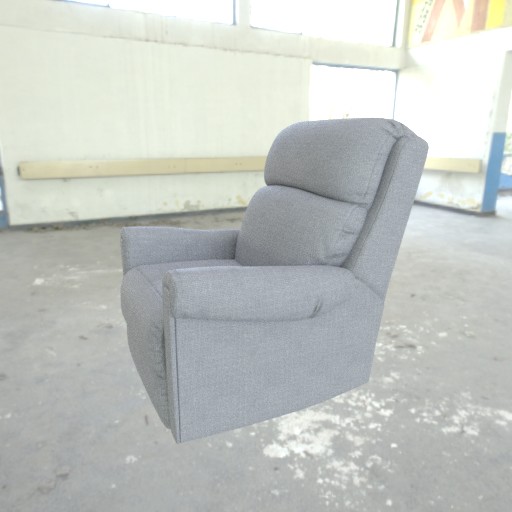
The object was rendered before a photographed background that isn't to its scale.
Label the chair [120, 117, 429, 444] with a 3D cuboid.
[{"bbox_3d":[0.000,0.000,1.768,1.014,1.054,0.838,-7,16,-25],"label":"chair"}]
